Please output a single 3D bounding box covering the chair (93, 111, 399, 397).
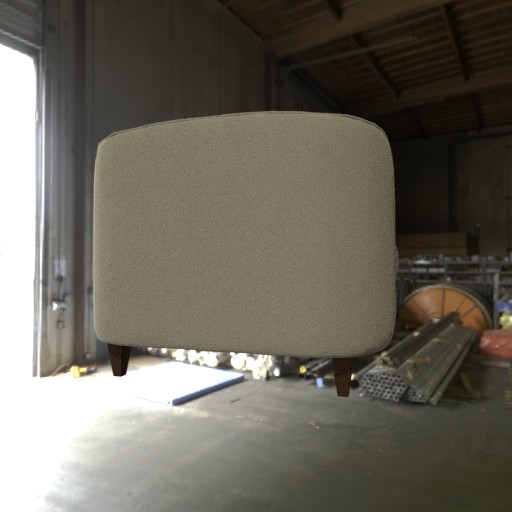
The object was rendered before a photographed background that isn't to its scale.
[{"bbox_3d":[0.000,0.000,1.792,1.104,0.852,0.941,0,-1,17],"label":"chair"}]
